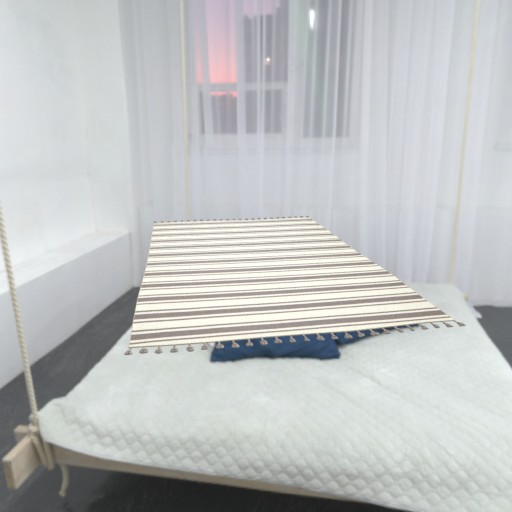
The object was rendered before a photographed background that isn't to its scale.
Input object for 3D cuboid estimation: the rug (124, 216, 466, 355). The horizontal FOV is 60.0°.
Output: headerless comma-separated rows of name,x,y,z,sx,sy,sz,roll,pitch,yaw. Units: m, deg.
rug,0.000,0.000,2.514,1.229,0.011,2.096,-3,17,-9
